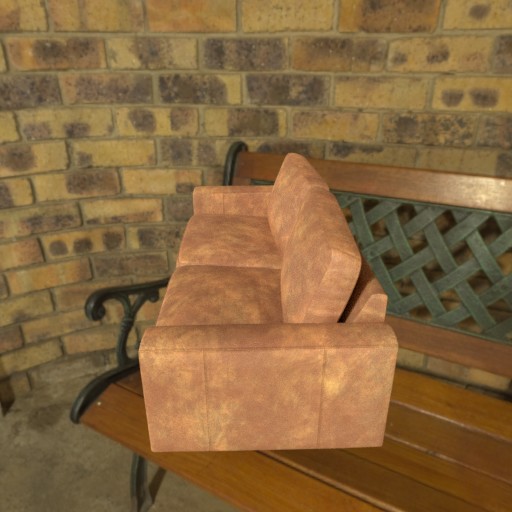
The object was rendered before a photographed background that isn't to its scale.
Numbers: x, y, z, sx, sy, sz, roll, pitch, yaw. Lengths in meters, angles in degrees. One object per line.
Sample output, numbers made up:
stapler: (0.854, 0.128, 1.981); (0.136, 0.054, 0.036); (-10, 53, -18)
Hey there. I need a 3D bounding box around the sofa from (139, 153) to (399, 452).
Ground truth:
sofa: (0.000, 0.000, 2.677); (1.016, 0.873, 2.179); (-1, 25, -1)
